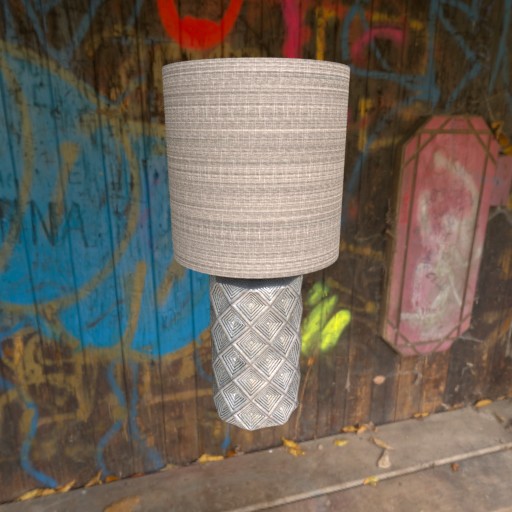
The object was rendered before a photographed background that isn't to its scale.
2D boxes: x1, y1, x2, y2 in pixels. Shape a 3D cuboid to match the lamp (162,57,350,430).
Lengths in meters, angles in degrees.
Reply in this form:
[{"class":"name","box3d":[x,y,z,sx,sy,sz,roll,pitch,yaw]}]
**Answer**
[{"class":"lamp","box3d":[0.000,0.000,0.728,0.268,0.566,0.269,-16,23,-42]}]
